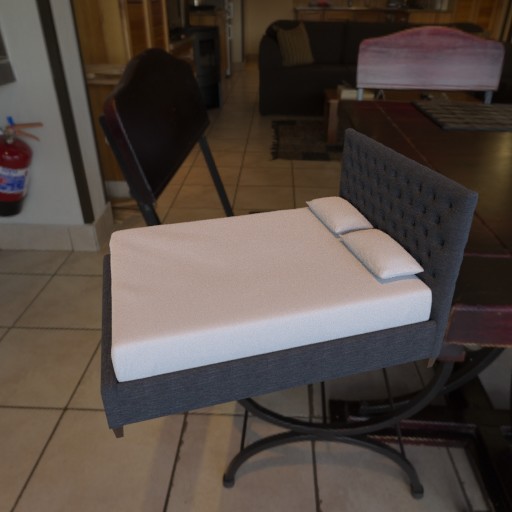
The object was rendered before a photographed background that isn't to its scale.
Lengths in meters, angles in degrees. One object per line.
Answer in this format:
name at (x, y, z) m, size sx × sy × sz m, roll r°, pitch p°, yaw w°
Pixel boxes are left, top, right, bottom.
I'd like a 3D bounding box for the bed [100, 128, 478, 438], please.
bed at (0.000, 0.000, 3.435) m, size 2.387 × 1.427 × 1.698 m, roll -8°, pitch 31°, yaw -14°
